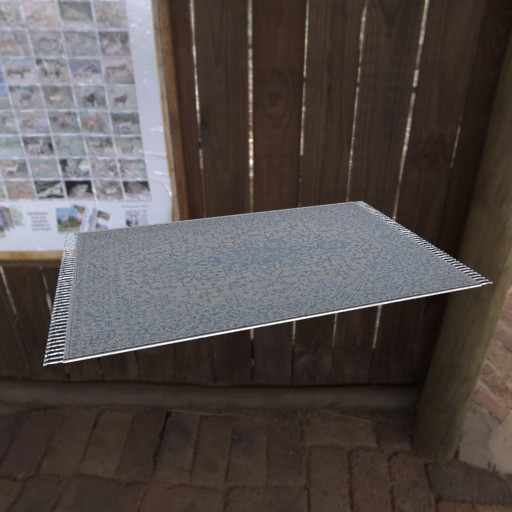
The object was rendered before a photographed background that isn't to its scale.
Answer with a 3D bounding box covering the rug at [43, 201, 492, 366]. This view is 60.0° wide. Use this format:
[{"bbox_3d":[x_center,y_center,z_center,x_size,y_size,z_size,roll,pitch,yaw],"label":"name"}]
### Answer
[{"bbox_3d":[0.000,0.000,2.925,2.438,0.010,1.524,-8,27,-16],"label":"rug"}]
